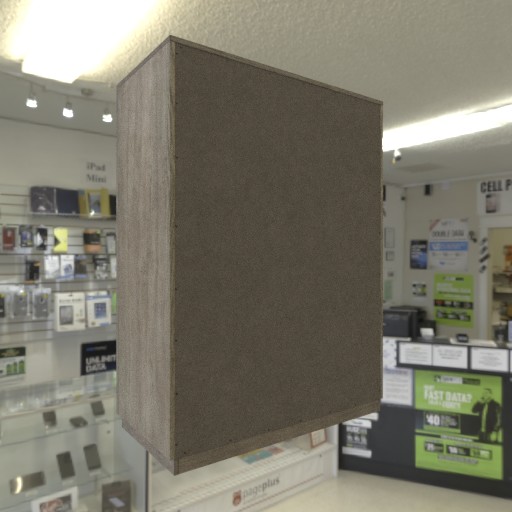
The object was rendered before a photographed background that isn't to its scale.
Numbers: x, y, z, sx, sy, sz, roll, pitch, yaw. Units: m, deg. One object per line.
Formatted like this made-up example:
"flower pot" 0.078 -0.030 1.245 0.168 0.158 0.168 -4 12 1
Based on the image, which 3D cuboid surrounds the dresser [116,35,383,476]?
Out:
"dresser" 0.000 0.000 1.774 0.967 1.295 0.483 0 0 -36
